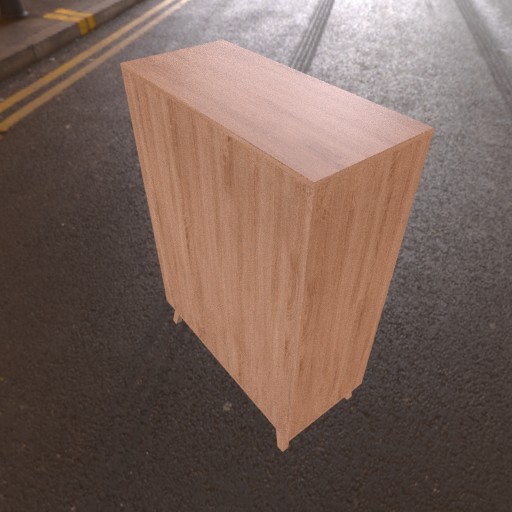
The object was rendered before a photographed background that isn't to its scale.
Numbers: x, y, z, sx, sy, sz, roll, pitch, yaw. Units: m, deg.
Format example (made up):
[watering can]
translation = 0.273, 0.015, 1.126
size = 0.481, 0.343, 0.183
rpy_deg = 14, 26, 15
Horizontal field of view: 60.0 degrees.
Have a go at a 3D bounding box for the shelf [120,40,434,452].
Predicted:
[shelf]
translation = 0.000, 0.000, 1.853
size = 0.450, 1.390, 1.000
rpy_deg = -27, 49, -27
